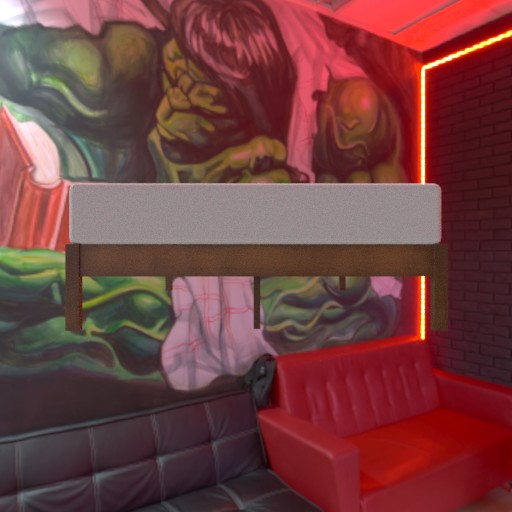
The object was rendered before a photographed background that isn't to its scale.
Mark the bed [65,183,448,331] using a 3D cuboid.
[{"bbox_3d":[0.000,0.000,2.791,1.529,0.593,2.050,0,0,0],"label":"bed"}]
